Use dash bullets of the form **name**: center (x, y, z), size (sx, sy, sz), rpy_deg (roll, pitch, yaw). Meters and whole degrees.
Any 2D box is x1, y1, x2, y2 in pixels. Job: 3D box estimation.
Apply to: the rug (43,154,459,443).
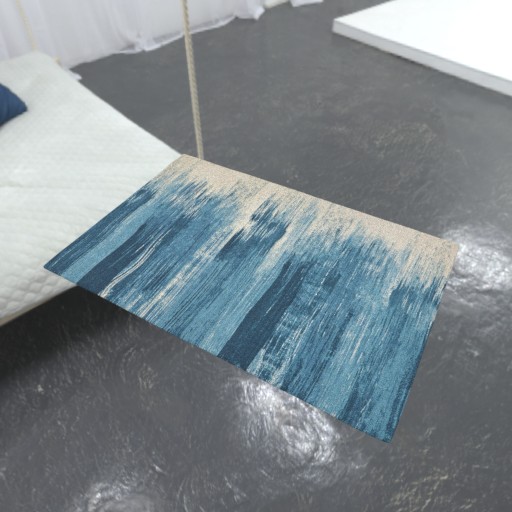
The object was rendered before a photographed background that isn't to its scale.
- **rug**: center (0.000, 0.000, 2.327), size (1.836, 0.009, 1.232), rpy_deg (22, 49, 20)
